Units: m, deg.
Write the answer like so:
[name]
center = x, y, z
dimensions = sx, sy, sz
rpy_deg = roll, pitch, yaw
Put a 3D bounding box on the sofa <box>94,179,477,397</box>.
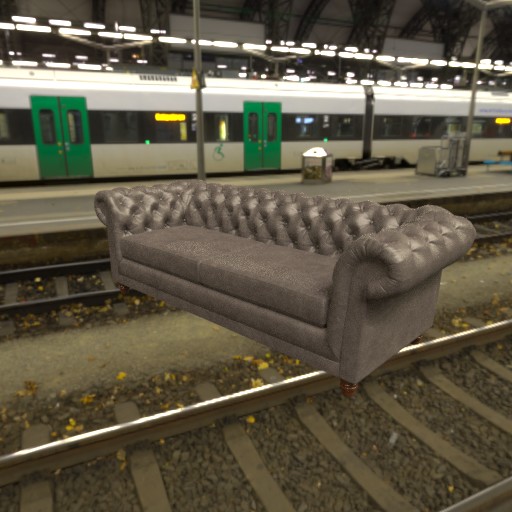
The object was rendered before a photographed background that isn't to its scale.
[sofa]
center = 0.000, 0.000, 2.823
dimensions = 2.385, 0.783, 0.944
rpy_deg = 14, 21, 41
